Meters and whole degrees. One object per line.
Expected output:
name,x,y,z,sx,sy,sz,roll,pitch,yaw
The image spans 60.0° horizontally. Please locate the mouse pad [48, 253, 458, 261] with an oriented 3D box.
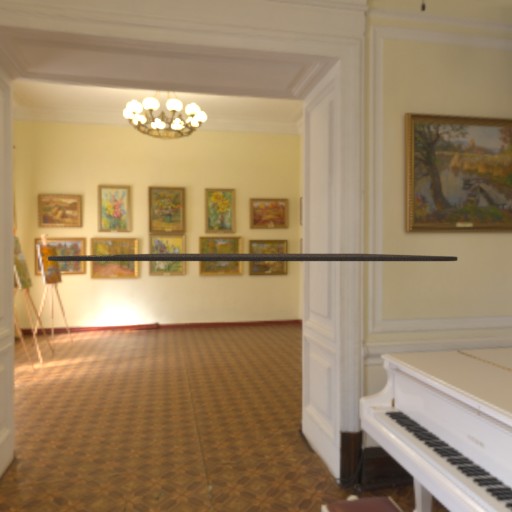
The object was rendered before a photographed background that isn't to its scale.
mouse pad,0.000,0.000,0.337,0.211,0.002,0.249,0,1,1
